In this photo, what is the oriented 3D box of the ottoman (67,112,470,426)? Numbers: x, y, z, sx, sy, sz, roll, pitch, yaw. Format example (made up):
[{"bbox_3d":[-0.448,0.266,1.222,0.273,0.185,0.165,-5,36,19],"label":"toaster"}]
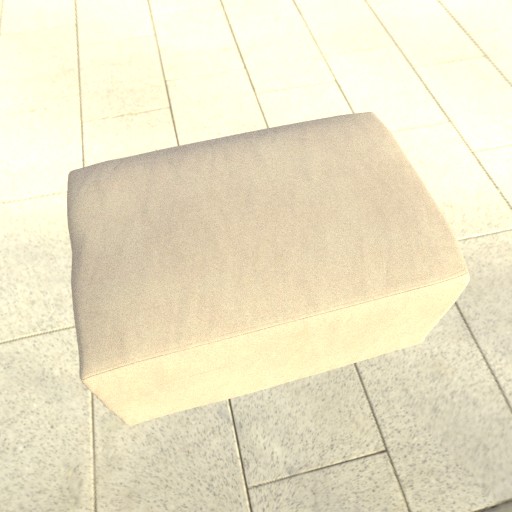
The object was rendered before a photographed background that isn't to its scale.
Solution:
[{"bbox_3d":[0.000,0.000,1.181,0.872,0.444,0.590,-13,59,-8],"label":"ottoman"}]
